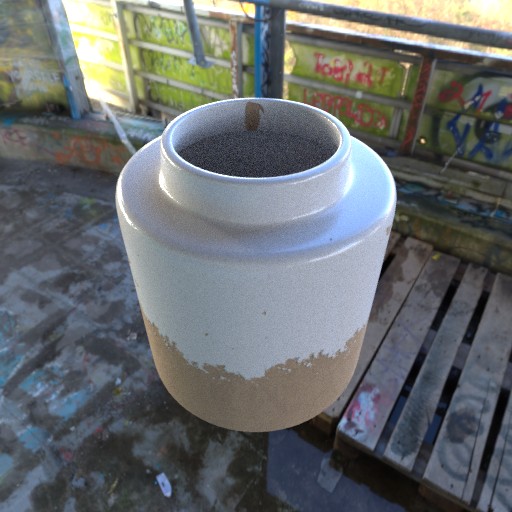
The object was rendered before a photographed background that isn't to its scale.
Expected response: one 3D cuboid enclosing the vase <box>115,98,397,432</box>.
[{"bbox_3d":[0.000,0.000,0.282,0.153,0.167,0.153,0,41,0],"label":"vase"}]
